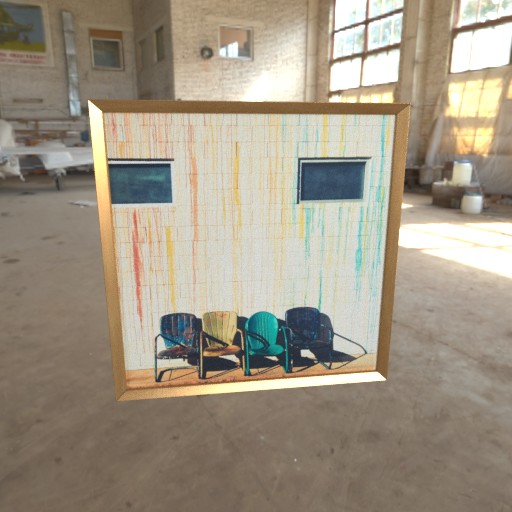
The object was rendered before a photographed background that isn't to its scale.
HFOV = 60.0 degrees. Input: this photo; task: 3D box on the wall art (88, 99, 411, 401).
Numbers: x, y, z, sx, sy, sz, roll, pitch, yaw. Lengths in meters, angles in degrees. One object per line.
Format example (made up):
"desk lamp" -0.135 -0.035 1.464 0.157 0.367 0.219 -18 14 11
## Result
"wall art" 0.000 0.000 0.459 0.302 0.302 0.019 -2 15 -8
